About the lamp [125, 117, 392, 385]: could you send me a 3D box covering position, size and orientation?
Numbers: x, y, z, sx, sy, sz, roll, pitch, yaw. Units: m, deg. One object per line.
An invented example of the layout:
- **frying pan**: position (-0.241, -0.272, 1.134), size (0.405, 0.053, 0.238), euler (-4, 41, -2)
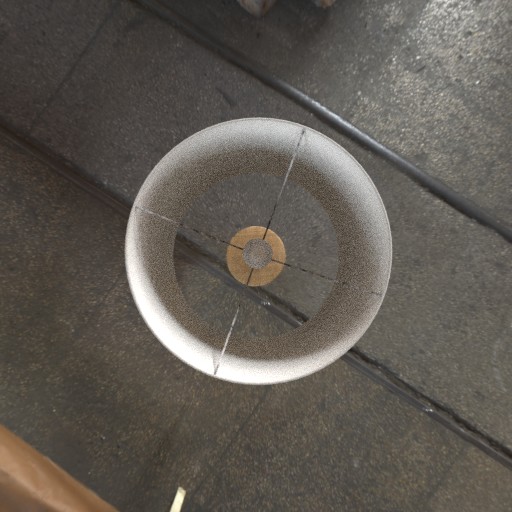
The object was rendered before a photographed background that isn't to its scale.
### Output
- **lamp**: position (0.000, 0.000, 0.573), size (0.208, 0.455, 0.208), euler (0, 89, -1)
